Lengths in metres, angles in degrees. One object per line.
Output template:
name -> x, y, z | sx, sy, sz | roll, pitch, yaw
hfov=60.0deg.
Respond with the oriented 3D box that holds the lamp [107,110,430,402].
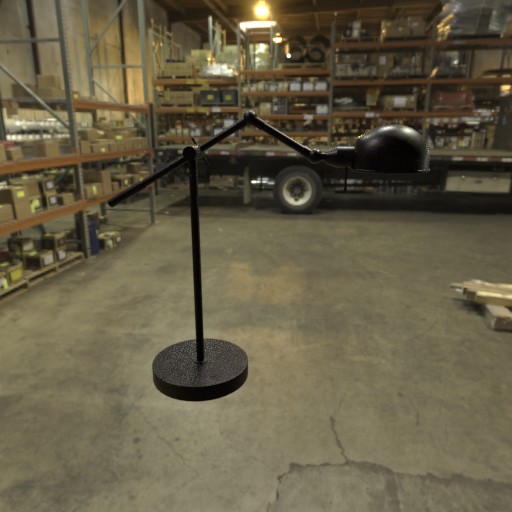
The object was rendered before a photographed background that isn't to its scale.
lamp -> 0.000, 0.000, 0.789 | 0.567, 0.495, 0.185 | 3, 17, 9
